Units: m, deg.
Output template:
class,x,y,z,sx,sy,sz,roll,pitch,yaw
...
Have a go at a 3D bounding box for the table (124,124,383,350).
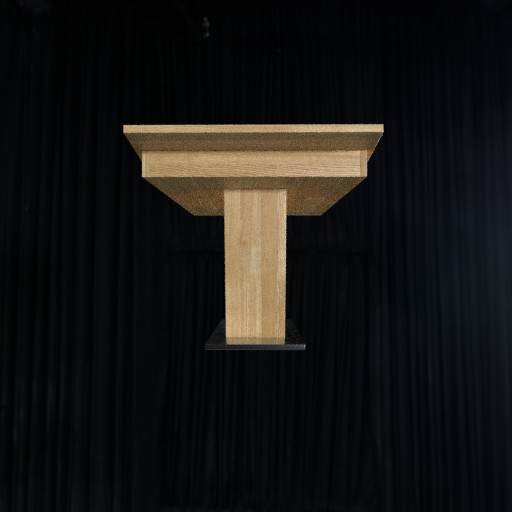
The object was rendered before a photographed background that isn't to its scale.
class,x,y,z,sx,sy,sz,roll,pitch,yaw
table,0.000,0.000,2.108,0.900,0.748,1.598,0,-1,1
